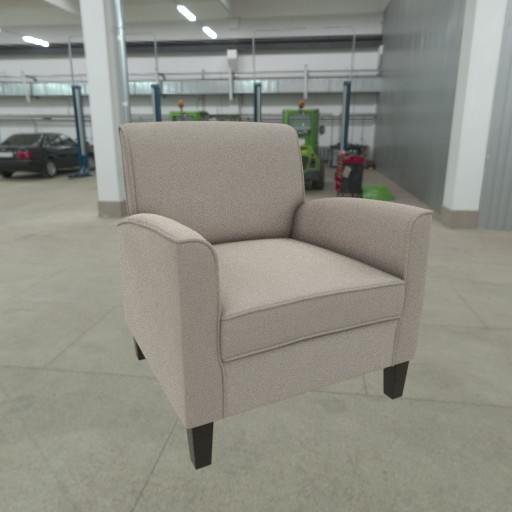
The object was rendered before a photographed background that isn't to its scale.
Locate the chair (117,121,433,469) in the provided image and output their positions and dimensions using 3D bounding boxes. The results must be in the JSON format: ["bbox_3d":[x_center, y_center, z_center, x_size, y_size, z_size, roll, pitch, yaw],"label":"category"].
[{"bbox_3d":[0.000,0.000,1.553,0.820,0.915,0.820,-8,18,-26],"label":"chair"}]
